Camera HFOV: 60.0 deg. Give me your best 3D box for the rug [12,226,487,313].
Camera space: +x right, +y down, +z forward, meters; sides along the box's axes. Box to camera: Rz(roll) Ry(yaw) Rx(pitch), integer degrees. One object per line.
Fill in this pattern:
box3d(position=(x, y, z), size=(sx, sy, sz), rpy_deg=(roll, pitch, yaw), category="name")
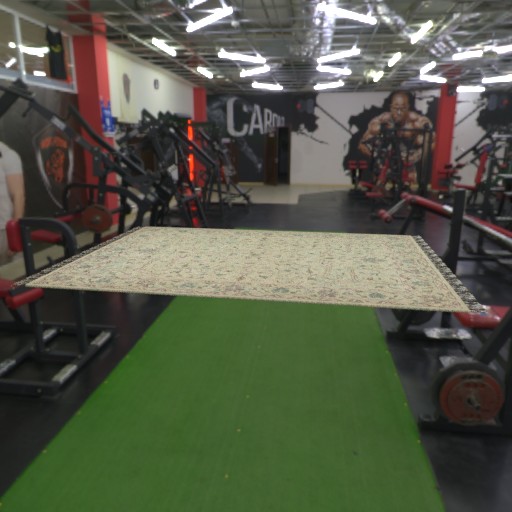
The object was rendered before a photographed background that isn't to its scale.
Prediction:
box3d(position=(0.000, 0.000, 2.226), size=(1.802, 0.008, 1.247), rpy_deg=(2, 15, 9), category="rug")
